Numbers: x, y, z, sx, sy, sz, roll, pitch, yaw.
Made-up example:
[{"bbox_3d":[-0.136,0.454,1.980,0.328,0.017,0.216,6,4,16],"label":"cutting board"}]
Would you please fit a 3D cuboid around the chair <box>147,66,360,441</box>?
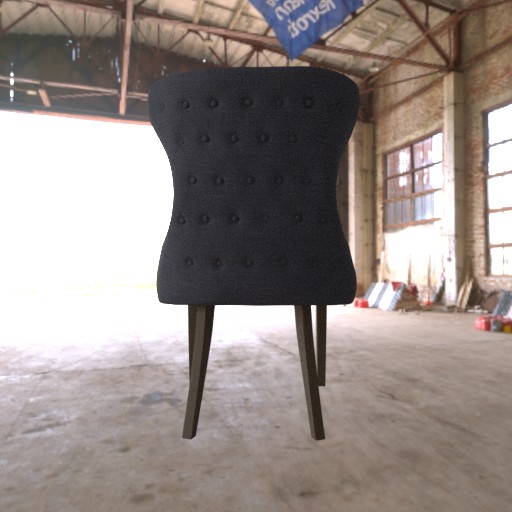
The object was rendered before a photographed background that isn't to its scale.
[{"bbox_3d":[0.000,0.000,1.400,0.628,0.967,0.635,0,-1,1],"label":"chair"}]
